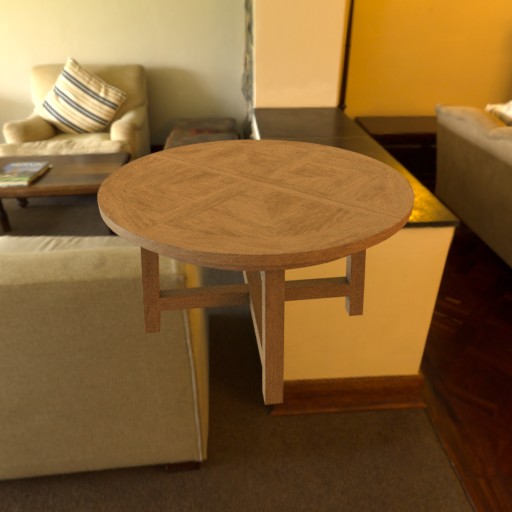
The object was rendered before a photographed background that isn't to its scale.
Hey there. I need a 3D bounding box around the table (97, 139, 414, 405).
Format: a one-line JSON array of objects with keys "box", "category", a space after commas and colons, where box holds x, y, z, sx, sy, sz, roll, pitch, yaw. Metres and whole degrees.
[{"box": [0.000, 0.000, 2.119, 1.319, 0.762, 1.319, 0, 30, 0], "category": "table"}]
